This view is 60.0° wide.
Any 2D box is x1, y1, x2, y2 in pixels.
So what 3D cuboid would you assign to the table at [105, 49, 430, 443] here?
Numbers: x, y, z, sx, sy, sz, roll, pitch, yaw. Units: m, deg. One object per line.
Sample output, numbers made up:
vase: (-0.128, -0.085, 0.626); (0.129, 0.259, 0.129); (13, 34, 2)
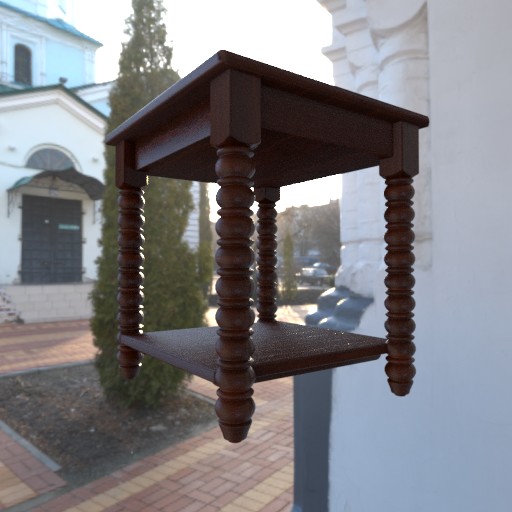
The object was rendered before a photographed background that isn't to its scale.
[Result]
table: (0.000, 0.000, 0.971); (0.500, 0.567, 0.533); (1, -1, -36)
